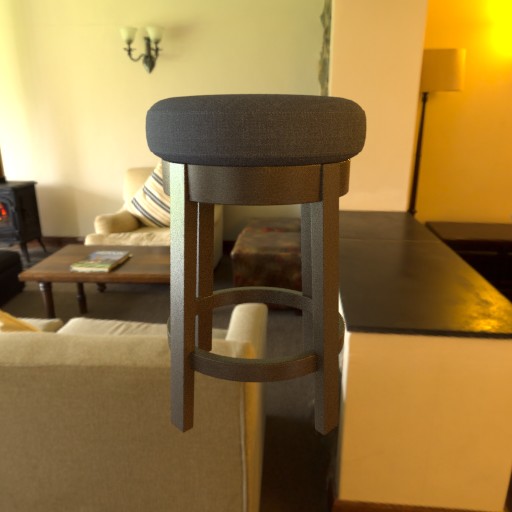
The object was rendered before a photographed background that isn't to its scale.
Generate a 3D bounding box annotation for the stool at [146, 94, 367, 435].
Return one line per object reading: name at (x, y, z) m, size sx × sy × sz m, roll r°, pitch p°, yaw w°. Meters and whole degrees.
stool at (0.000, 0.000, 0.965) m, size 0.449 × 0.655 × 0.449 m, roll 0°, pitch 17°, yaw 0°
